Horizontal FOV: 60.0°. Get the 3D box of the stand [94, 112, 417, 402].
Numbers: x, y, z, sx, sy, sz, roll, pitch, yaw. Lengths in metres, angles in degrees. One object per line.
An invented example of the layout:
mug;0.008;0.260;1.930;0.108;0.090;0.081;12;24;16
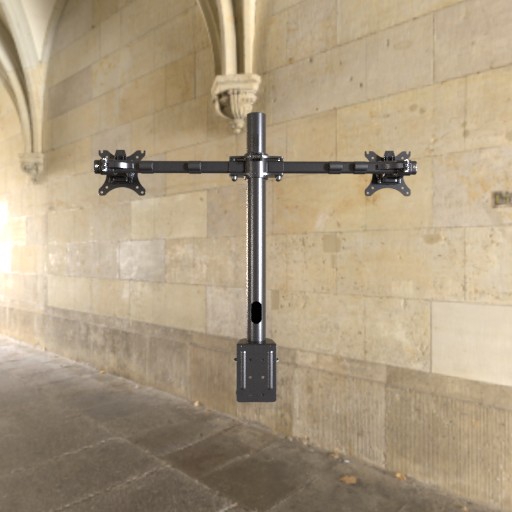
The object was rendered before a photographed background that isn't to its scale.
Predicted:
stand;0.000;0.000;0.980;0.743;0.603;0.150;0;0;-1
